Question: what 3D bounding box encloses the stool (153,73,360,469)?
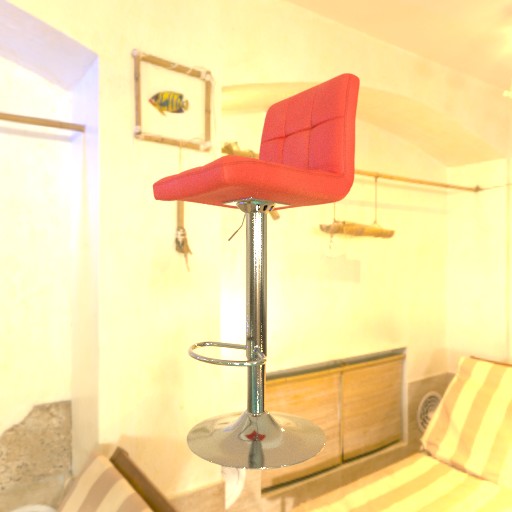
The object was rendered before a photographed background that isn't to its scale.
[{"bbox_3d":[0.000,0.000,1.360,0.505,1.115,0.430,0,0,-36],"label":"stool"}]
